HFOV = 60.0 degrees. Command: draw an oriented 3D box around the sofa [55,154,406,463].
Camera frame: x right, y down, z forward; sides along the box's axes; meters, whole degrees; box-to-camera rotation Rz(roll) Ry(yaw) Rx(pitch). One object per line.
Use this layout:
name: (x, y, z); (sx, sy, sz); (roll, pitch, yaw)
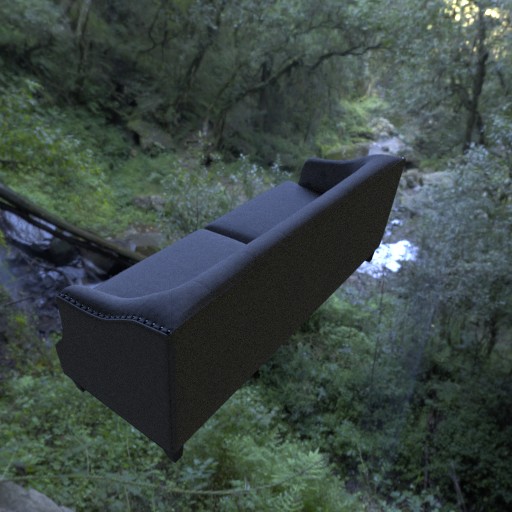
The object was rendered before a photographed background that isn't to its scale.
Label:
sofa: (0.000, 0.000, 2.698); (0.914, 0.901, 2.235); (21, 38, 30)
